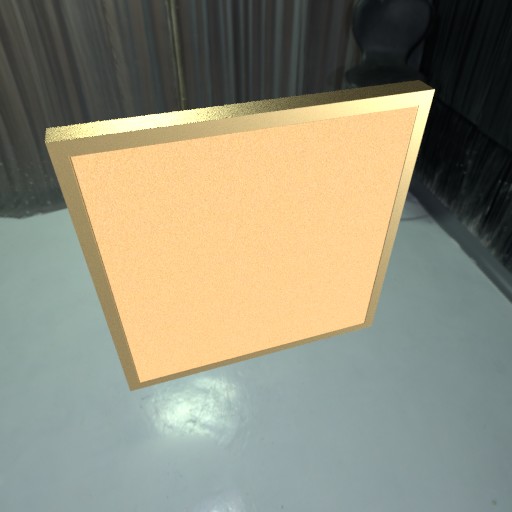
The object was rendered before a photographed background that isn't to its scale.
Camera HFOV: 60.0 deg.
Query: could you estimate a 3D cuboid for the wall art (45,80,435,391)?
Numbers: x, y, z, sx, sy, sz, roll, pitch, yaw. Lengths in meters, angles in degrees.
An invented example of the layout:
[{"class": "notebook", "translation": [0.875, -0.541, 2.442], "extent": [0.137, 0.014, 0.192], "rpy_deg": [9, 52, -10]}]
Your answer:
[{"class": "wall art", "translation": [0.000, 0.000, 1.861], "extent": [1.284, 1.284, 0.095], "rpy_deg": [-12, 43, -13]}]
